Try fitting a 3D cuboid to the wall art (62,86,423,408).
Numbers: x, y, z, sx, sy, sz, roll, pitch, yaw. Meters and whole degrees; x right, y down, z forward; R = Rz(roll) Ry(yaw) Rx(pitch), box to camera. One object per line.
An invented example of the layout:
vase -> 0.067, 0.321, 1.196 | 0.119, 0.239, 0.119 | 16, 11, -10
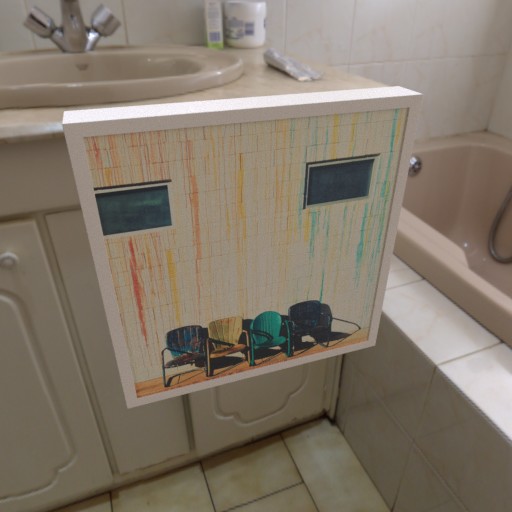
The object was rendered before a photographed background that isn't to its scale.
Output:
wall art -> 0.000, 0.000, 0.453 | 0.305, 0.305, 0.038 | -10, 33, -16
